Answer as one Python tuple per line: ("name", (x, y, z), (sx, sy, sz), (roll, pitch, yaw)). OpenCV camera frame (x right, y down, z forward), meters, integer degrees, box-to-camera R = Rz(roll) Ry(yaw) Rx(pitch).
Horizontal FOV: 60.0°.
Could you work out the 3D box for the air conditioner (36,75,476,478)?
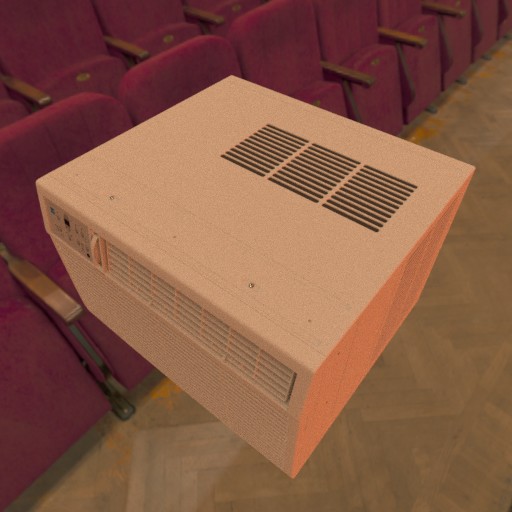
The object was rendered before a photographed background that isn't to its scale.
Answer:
("air conditioner", (0.000, 0.000, 1.022), (0.645, 0.455, 0.599), (30, 54, 25))
